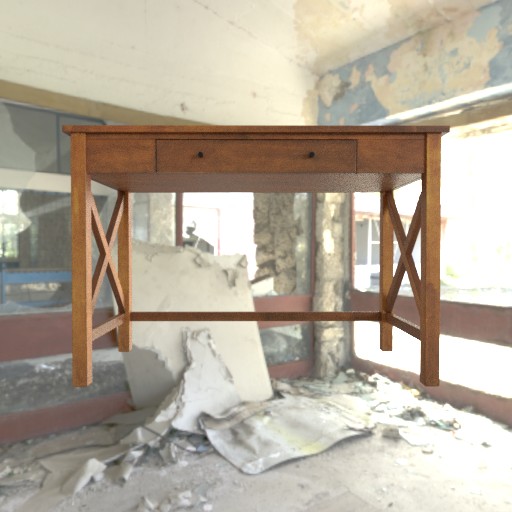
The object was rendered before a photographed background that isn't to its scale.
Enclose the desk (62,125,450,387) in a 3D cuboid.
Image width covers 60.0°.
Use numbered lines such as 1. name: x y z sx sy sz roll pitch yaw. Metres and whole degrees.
1. desk: 0.000 0.000 1.533 1.117 0.762 0.508 0 1 0
